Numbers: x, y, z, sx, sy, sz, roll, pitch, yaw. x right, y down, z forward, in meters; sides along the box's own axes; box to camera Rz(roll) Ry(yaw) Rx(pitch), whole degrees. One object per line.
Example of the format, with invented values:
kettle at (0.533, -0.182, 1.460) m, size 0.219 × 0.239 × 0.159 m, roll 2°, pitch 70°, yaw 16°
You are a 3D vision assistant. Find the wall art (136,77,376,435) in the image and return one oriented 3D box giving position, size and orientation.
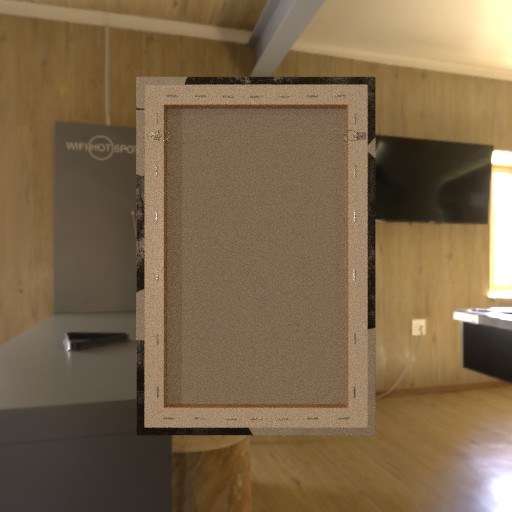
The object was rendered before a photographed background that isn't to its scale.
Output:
wall art at (0.000, 0.000, 1.147) m, size 0.610 × 0.915 × 0.041 m, roll 0°, pitch 0°, yaw 0°
